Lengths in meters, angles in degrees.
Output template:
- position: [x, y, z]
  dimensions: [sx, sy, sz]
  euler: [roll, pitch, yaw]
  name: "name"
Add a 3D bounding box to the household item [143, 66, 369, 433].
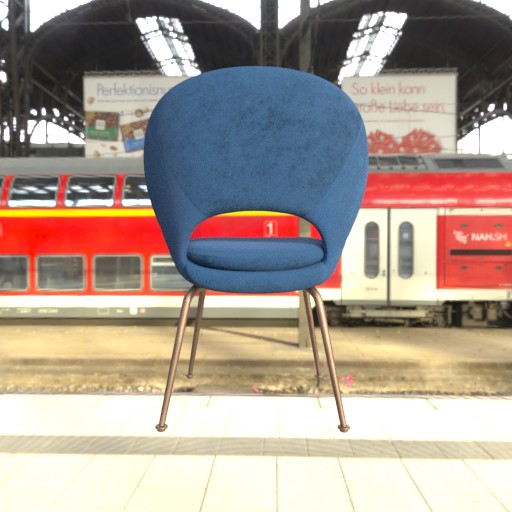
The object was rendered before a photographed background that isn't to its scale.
- position: [0.000, 0.000, 1.256]
  dimensions: [0.623, 0.852, 0.573]
  euler: [0, 1, 0]
  name: "household item"
